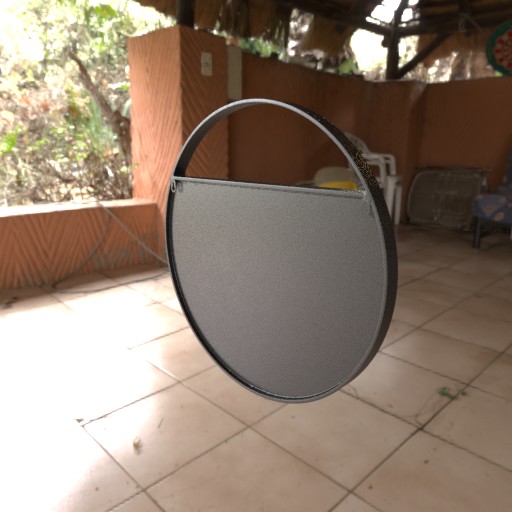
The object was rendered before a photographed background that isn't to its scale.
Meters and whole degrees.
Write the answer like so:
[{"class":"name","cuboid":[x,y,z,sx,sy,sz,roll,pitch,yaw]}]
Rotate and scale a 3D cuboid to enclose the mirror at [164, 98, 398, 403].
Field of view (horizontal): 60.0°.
[{"class":"mirror","cuboid":[0.000,0.000,0.844,0.565,0.565,0.032,14,20,43]}]
